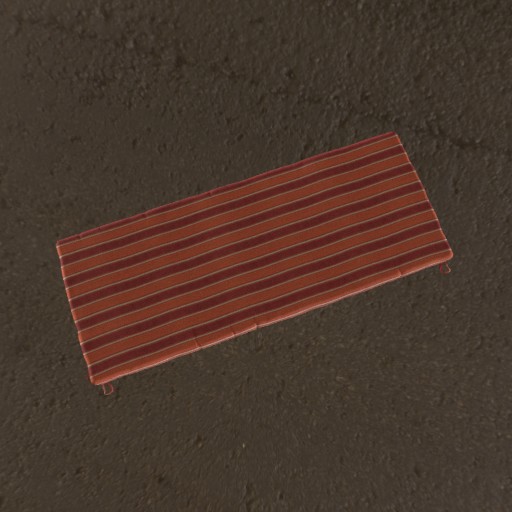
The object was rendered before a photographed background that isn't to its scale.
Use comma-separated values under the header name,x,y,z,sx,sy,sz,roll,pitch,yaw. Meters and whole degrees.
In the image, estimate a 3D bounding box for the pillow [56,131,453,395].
name,x,y,z,sx,sy,sz,roll,pitch,yaw
pillow,0.000,0.000,1.378,1.187,0.081,0.492,-19,77,-5
